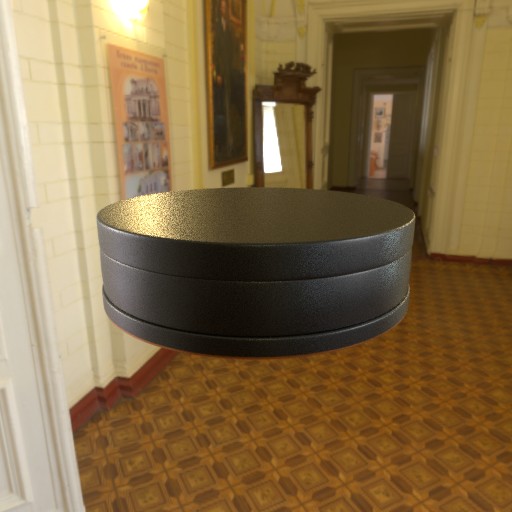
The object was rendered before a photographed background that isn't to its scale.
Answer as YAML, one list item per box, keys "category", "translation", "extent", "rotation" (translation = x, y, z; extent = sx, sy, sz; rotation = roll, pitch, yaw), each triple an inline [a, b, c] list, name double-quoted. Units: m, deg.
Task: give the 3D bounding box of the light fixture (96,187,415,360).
- category: "light fixture"
  translation: [0.000, 0.000, 0.425]
  extent: [0.283, 0.097, 0.283]
  rotation: [0, 16, 0]
